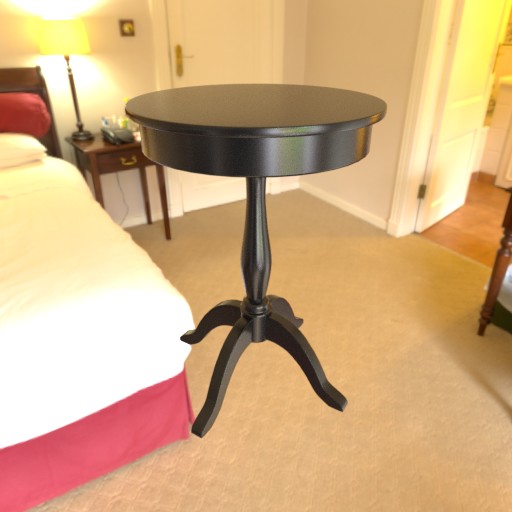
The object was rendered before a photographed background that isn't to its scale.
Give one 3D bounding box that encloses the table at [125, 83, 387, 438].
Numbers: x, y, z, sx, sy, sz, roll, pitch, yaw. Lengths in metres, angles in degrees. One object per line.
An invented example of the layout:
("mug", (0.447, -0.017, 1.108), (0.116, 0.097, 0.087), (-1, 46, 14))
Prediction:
("table", (0.000, 0.000, 0.986), (0.481, 0.665, 0.481), (0, 28, 0))
